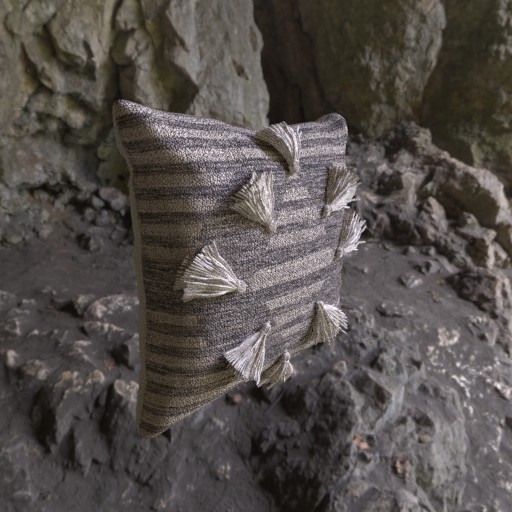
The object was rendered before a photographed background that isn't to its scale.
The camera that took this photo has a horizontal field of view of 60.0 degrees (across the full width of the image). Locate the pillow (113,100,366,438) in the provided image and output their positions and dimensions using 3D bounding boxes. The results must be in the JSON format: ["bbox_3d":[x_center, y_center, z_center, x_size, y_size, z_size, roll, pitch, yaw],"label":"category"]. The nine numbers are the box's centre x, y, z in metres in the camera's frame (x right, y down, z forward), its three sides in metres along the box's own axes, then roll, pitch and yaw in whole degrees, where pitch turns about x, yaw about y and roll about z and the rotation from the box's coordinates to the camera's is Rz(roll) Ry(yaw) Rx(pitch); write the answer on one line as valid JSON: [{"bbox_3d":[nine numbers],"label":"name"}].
[{"bbox_3d":[0.000,0.000,0.766,0.234,0.490,0.484,15,21,42],"label":"pillow"}]
